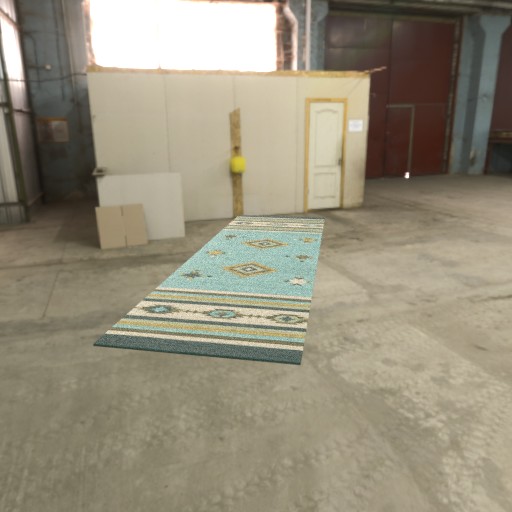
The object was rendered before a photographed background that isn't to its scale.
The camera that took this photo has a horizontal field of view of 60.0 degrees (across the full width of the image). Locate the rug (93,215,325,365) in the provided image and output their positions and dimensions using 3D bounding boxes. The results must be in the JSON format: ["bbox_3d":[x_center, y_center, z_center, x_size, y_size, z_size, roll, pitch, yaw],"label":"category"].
[{"bbox_3d":[0.000,0.000,2.679,0.744,0.010,2.441,3,17,10],"label":"rug"}]
